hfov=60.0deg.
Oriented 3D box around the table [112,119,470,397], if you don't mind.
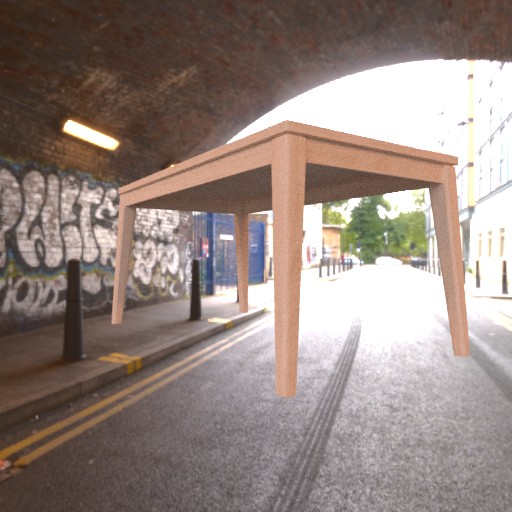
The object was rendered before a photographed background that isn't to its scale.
[{"bbox_3d":[0.000,0.000,2.099,0.900,0.760,1.600,0,0,-34],"label":"table"}]
